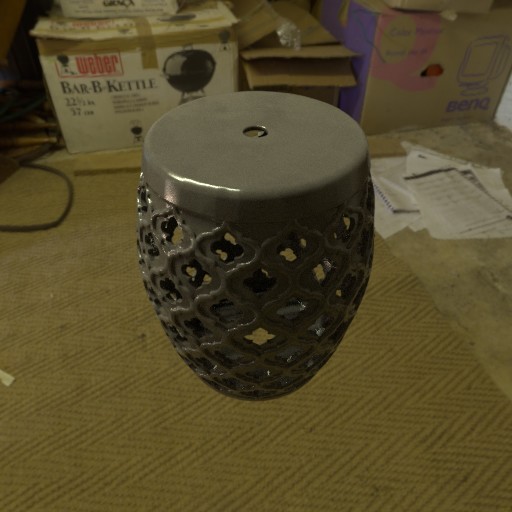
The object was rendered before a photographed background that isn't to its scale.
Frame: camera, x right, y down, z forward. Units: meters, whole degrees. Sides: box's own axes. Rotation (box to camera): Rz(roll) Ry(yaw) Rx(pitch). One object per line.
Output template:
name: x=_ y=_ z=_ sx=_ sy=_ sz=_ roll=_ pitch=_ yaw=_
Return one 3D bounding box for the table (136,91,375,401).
table: x=0.000 y=0.000 z=0.645 sx=0.325 sy=0.388 sz=0.325 roll=0 pitch=41 yaw=0
